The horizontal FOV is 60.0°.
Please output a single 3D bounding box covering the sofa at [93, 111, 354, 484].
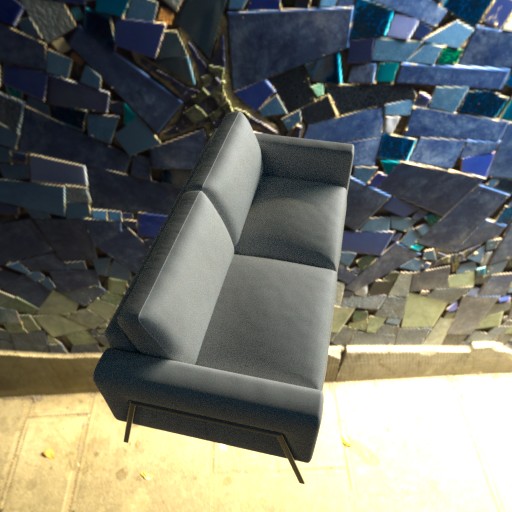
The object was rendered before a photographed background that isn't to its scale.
[{"bbox_3d":[0.000,0.000,2.539,0.953,0.875,2.017,9,47,9],"label":"sofa"}]
